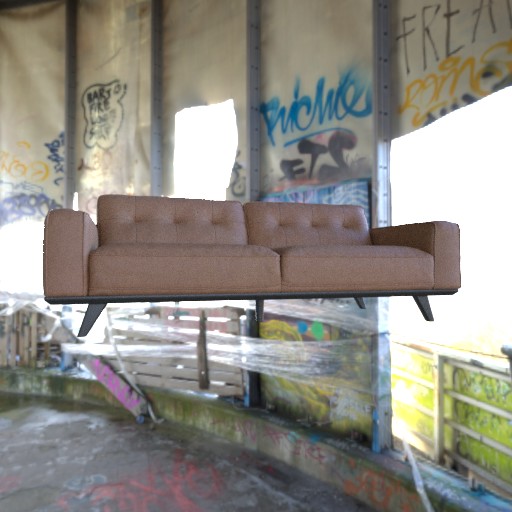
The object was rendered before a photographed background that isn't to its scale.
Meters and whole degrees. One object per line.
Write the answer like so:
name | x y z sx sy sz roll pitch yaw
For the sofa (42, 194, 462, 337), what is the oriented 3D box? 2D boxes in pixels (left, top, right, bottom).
sofa | 0.000 0.000 2.722 2.270 0.780 0.953 0 -1 -17
